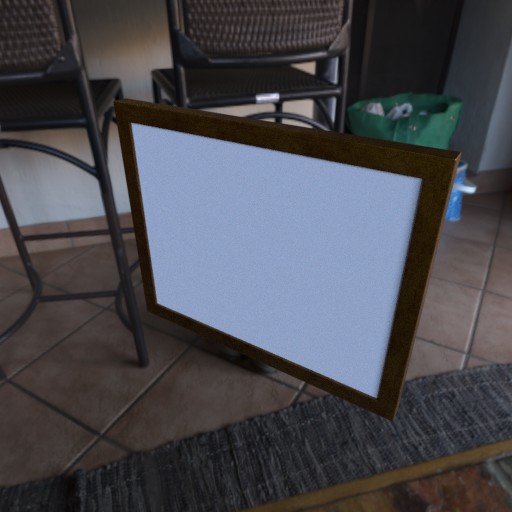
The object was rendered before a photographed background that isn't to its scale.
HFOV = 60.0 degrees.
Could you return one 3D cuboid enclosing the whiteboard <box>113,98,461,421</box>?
[{"bbox_3d":[0.000,0.000,0.765,0.561,0.457,0.029,18,36,27],"label":"whiteboard"}]
